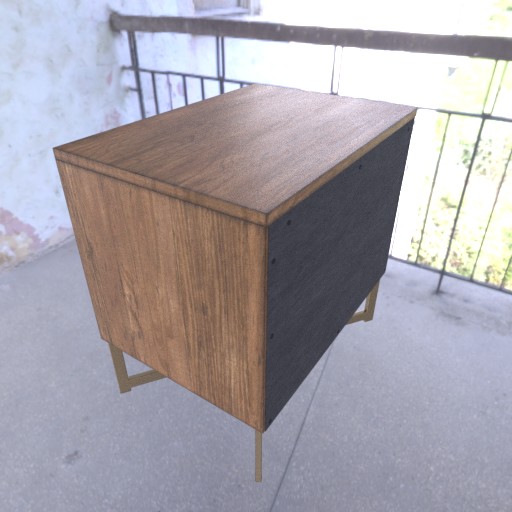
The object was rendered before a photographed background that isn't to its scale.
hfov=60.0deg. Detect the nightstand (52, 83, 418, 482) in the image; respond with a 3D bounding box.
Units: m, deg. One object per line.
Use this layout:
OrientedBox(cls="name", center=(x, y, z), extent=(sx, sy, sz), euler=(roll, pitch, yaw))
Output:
OrientedBox(cls="nightstand", center=(0.000, 0.000, 1.028), extent=(0.446, 0.610, 0.610), euler=(20, 38, 28))
